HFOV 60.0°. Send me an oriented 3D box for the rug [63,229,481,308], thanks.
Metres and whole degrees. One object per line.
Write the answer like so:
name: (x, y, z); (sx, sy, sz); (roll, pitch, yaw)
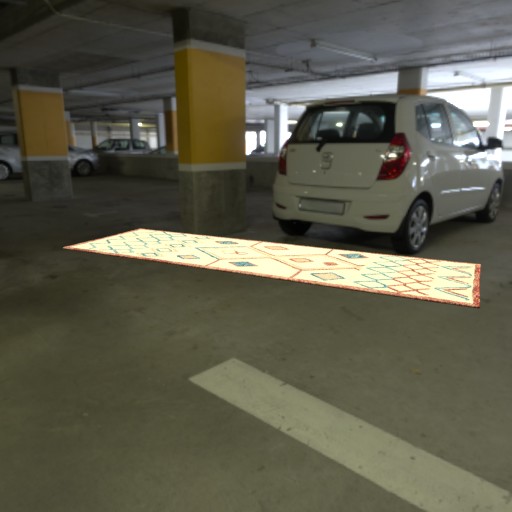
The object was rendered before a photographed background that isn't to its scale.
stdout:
rug: (0.000, 0.000, 2.677); (2.435, 0.011, 0.750); (7, 16, 26)
